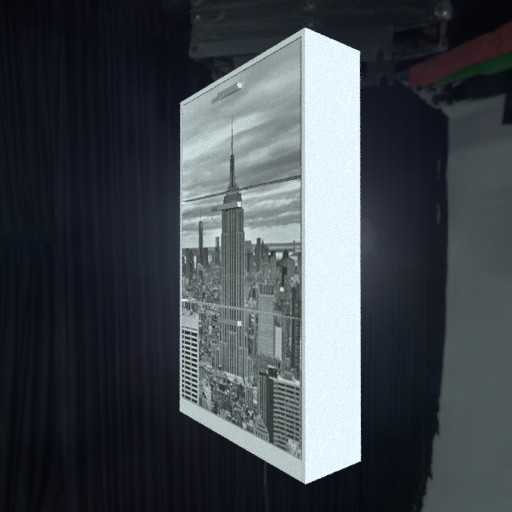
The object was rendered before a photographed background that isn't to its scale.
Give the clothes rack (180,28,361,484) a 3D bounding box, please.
[{"bbox_3d":[0.000,0.000,1.608,0.250,1.280,0.750,0,-1,-37],"label":"clothes rack"}]
